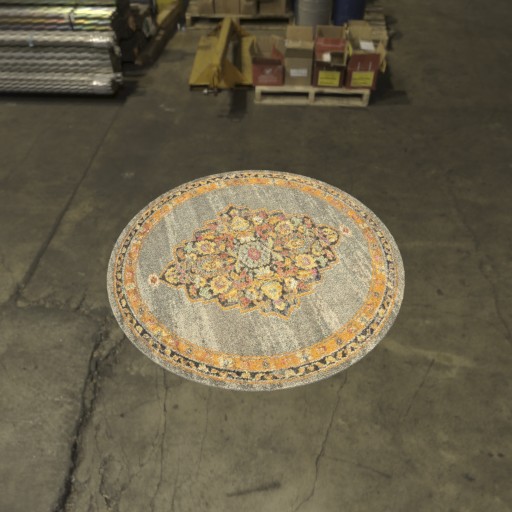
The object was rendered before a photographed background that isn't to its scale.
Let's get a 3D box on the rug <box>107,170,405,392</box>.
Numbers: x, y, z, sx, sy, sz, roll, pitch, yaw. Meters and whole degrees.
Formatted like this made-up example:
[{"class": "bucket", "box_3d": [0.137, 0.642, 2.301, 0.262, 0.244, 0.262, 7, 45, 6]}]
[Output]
[{"class": "rug", "box_3d": [0.000, 0.000, 2.438, 1.598, 0.010, 1.598, 0, 46, 0]}]
